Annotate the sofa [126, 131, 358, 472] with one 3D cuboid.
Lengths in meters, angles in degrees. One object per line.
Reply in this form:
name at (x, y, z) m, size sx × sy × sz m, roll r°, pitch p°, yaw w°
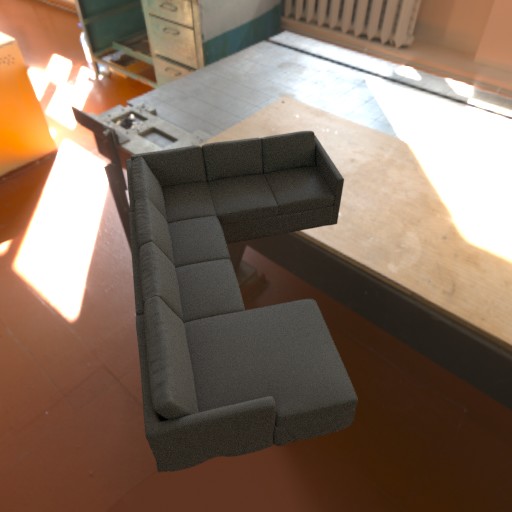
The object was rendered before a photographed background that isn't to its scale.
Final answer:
sofa at (0.000, 0.000, 4.560) m, size 2.476 × 0.878 × 3.528 m, roll -10°, pitch 46°, yaw -10°
